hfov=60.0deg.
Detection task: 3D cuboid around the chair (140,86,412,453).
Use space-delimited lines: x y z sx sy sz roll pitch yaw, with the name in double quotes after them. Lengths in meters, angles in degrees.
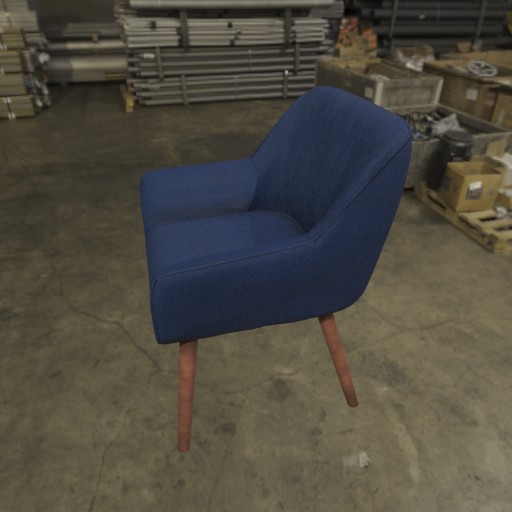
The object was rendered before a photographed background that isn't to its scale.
0.000 0.000 1.250 0.600 0.820 0.600 -8 32 -12 "chair"
